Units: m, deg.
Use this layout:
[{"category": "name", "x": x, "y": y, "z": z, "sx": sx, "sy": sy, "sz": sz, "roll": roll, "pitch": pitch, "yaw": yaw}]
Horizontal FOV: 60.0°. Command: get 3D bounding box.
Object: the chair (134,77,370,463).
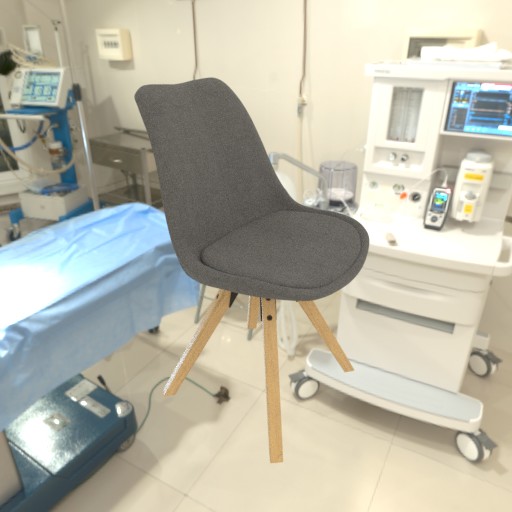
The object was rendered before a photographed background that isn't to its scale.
[{"category": "chair", "x": 0.000, "y": 0.000, "z": 1.192, "sx": 0.550, "sy": 0.850, "sz": 0.485, "roll": 18, "pitch": 32, "yaw": 32}]
